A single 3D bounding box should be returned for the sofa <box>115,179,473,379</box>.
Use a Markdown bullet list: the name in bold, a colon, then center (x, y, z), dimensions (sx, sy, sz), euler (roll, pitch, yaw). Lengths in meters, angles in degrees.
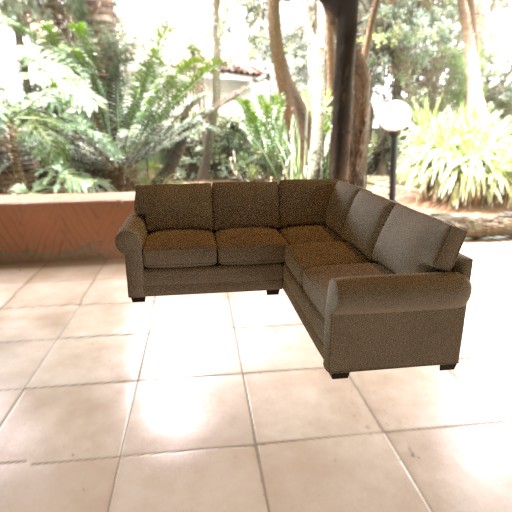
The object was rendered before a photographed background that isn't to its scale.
- **sofa**: center (0.000, 0.000, 3.862), dimensions (2.487, 1.054, 2.569), euler (-2, 17, -8)
